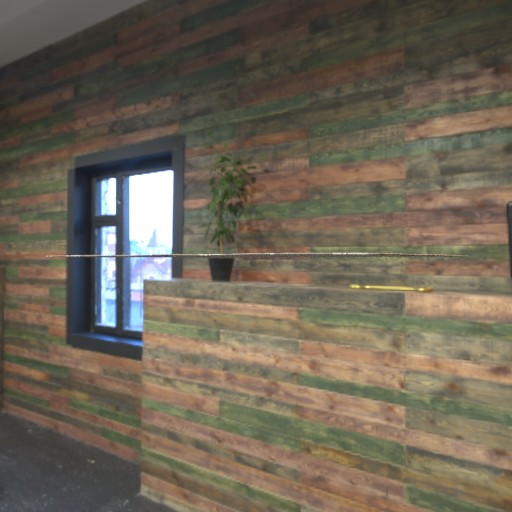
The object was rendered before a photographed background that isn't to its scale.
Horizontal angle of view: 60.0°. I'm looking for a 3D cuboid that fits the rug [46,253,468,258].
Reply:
[{"bbox_3d":[0.000,0.000,2.733,2.135,0.013,1.524,0,-1,36],"label":"rug"}]
